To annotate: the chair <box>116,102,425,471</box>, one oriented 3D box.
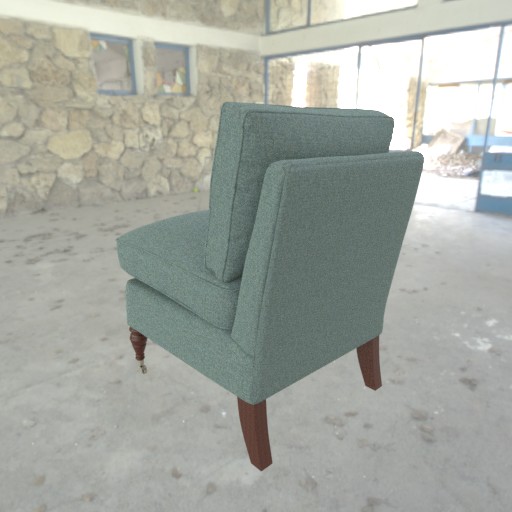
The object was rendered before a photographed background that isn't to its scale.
[{"bbox_3d":[0.000,0.000,1.424,0.624,0.901,0.796,-15,22,-41],"label":"chair"}]
